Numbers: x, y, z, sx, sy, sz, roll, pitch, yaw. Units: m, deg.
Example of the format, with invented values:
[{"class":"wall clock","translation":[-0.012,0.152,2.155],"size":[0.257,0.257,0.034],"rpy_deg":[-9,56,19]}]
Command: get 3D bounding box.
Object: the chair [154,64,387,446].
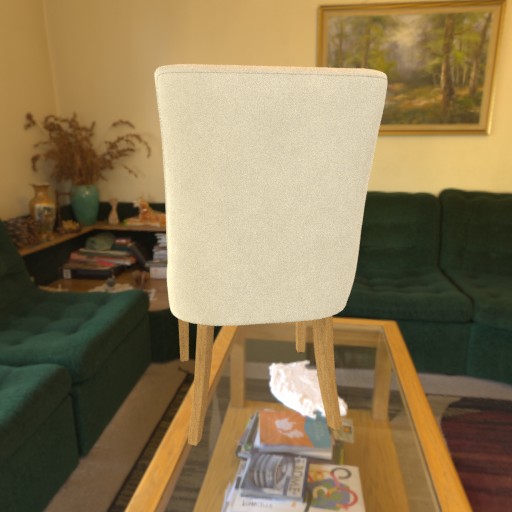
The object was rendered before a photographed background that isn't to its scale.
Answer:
[{"class":"chair","translation":[0.000,0.000,1.227],"size":[0.495,0.902,0.610],"rpy_deg":[-2,15,-9]}]
